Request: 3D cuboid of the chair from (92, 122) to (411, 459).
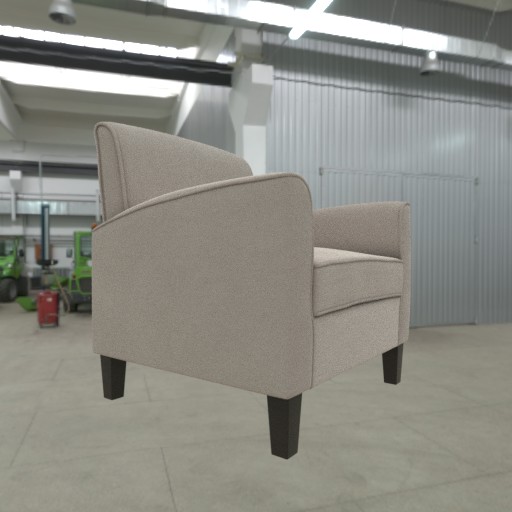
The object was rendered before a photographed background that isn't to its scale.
[{"bbox_3d":[0.000,0.000,1.524,0.820,0.915,0.820,1,1,37],"label":"chair"}]
